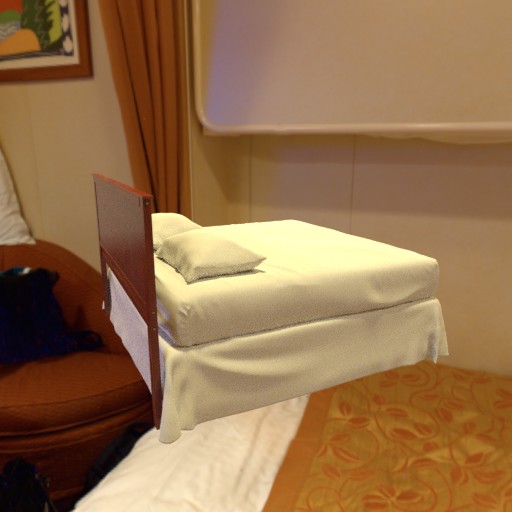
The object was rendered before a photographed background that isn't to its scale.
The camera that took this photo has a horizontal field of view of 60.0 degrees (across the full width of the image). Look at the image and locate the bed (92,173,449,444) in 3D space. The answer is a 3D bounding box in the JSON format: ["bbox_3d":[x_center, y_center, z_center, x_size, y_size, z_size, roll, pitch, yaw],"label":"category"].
[{"bbox_3d":[0.000,0.000,3.589,2.219,1.271,2.314,-7,15,-25],"label":"bed"}]
